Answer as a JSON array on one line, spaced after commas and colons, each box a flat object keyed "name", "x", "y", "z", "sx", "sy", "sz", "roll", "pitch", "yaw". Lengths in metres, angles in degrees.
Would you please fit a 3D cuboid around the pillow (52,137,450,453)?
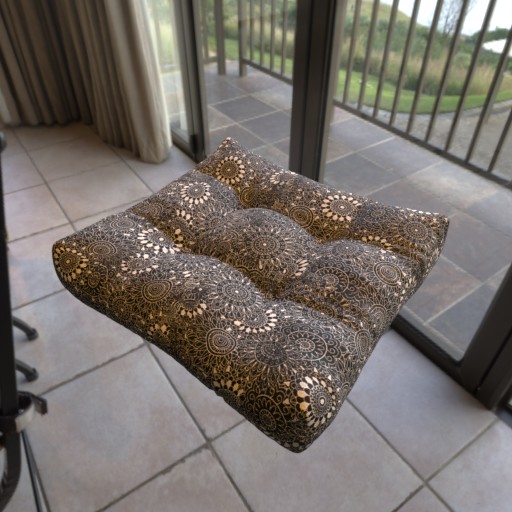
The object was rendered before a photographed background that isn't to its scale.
[{"name": "pillow", "x": 0.000, "y": 0.000, "z": 0.738, "sx": 0.490, "sy": 0.128, "sz": 0.468, "roll": 26, "pitch": 48, "yaw": 27}]
